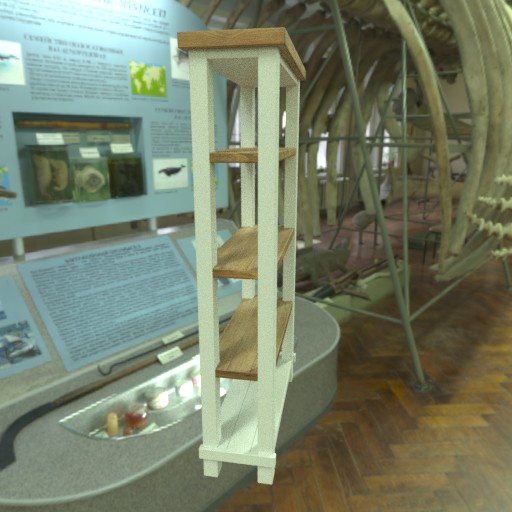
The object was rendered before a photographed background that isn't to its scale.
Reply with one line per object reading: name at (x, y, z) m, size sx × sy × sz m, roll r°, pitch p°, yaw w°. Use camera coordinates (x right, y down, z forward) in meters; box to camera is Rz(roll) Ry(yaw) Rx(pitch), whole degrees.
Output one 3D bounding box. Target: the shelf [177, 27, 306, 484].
shelf at (0.000, 0.000, 2.249) m, size 0.381 × 1.878 × 1.022 m, roll 3°, pitch 15°, yaw 10°
